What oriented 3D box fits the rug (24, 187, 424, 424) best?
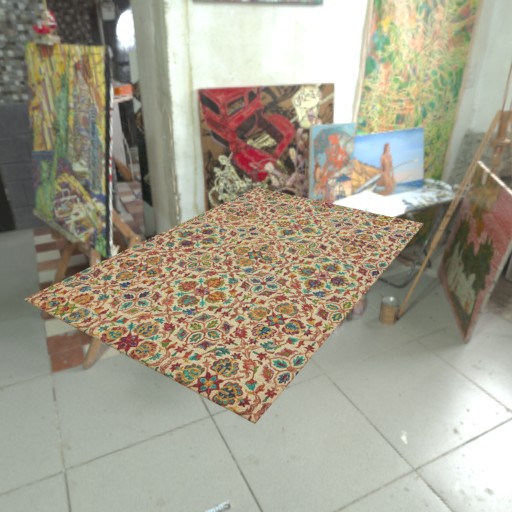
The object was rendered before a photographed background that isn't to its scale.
[{"bbox_3d":[0.000,0.000,2.321,1.226,0.013,1.838,17,32,30],"label":"rug"}]
